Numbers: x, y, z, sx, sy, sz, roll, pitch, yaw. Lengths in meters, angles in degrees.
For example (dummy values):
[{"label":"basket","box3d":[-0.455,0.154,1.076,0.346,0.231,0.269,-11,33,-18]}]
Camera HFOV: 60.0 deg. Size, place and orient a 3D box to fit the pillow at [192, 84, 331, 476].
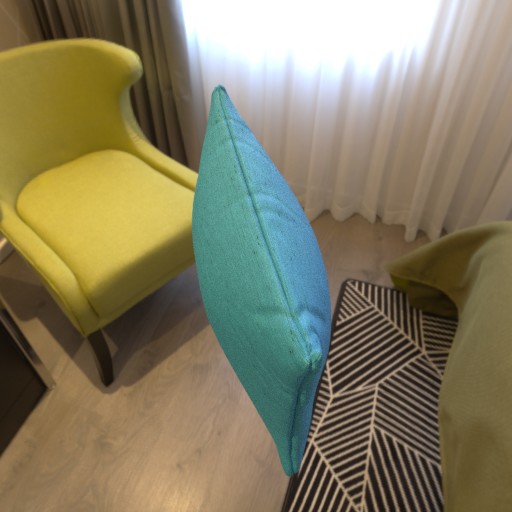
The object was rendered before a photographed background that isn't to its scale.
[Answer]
[{"label":"pillow","box3d":[0.000,0.000,0.778,0.210,0.338,0.633,-9,47,-8]}]
